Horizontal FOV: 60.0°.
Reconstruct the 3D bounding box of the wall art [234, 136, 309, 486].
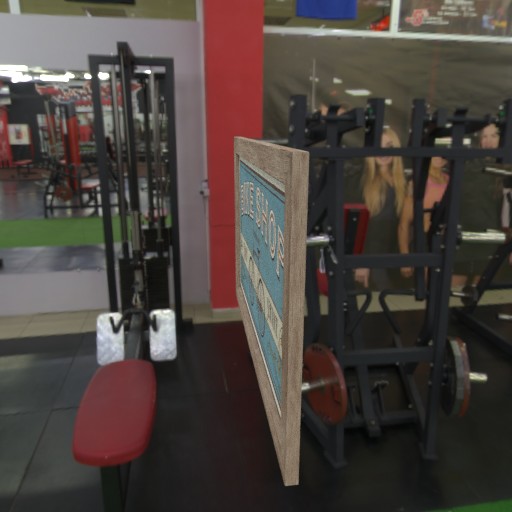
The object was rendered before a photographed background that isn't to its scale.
[{"bbox_3d":[0.000,0.000,0.957,0.021,0.480,0.780,-2,16,-7],"label":"wall art"}]
